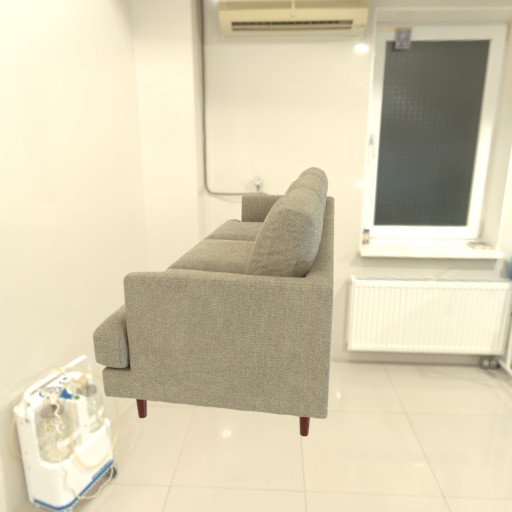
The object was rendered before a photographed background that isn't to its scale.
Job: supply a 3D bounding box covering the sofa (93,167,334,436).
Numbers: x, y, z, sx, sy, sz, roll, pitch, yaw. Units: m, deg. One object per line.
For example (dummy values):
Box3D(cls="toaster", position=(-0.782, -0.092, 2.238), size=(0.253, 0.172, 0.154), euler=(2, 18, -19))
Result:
Box3D(cls="sofa", position=(0.000, 0.000, 2.643), size=(0.903, 0.930, 2.246), euler=(3, 16, 9))
